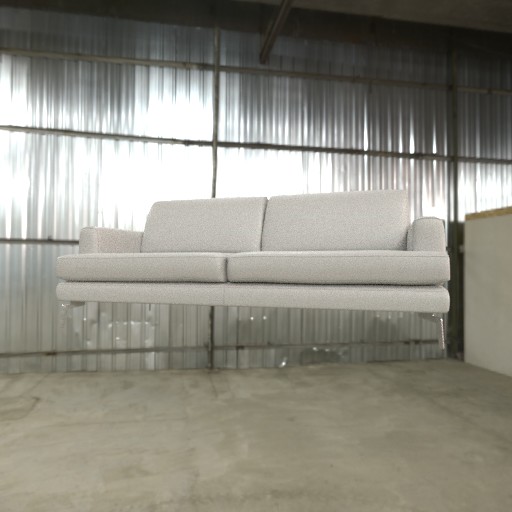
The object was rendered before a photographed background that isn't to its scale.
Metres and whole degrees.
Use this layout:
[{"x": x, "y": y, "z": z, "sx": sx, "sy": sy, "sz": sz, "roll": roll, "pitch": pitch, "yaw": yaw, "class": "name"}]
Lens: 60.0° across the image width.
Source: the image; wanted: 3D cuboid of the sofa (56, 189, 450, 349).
[{"x": 0.000, "y": 0.000, "z": 2.504, "sx": 1.940, "sy": 0.765, "sz": 0.974, "roll": 0, "pitch": -1, "yaw": 18, "class": "sofa"}]
